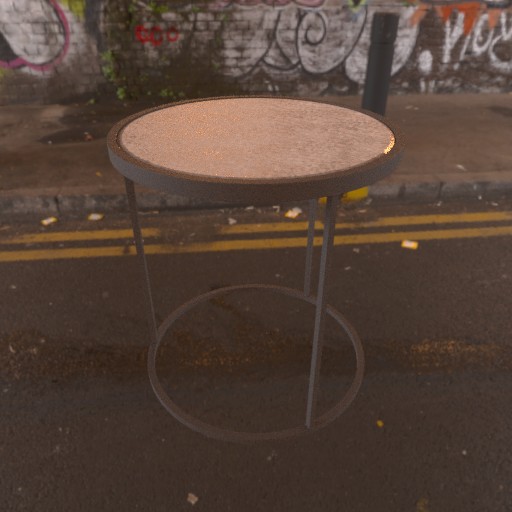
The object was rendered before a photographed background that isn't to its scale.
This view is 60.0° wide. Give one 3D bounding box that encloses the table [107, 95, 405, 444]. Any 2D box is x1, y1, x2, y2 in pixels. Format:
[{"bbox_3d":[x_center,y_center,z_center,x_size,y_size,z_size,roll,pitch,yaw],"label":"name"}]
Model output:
[{"bbox_3d":[0.000,0.000,0.856,0.470,0.498,0.470,0,32,0],"label":"table"}]
